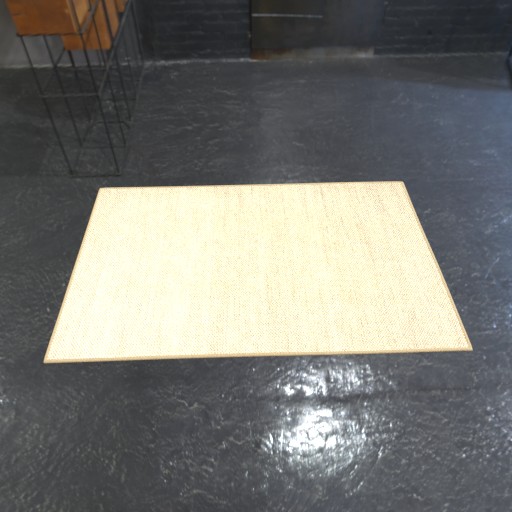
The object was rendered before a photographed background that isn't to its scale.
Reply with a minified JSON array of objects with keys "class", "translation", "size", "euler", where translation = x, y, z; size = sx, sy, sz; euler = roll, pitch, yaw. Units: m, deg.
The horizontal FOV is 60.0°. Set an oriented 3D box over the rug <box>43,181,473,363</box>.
[{"class":"rug","translation":[0.000,0.000,2.072],"size":[1.667,0.013,1.062],"euler":[-1,47,-1]}]
